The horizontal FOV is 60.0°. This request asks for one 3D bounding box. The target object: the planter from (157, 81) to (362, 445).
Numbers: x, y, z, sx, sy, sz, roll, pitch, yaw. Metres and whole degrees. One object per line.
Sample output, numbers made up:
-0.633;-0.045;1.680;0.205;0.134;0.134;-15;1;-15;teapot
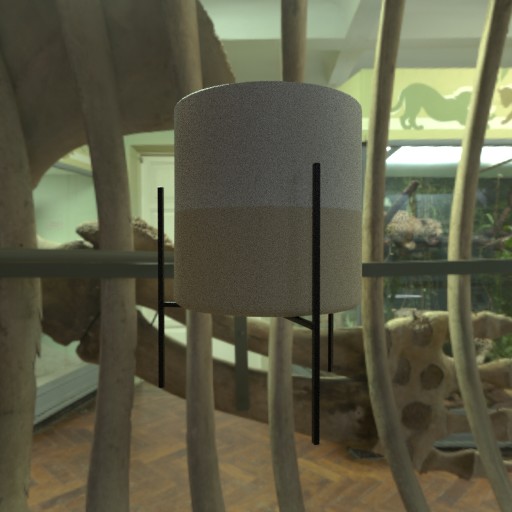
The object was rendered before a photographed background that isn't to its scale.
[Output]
0.000;0.000;0.558;0.267;0.362;0.263;0;1;1;planter
